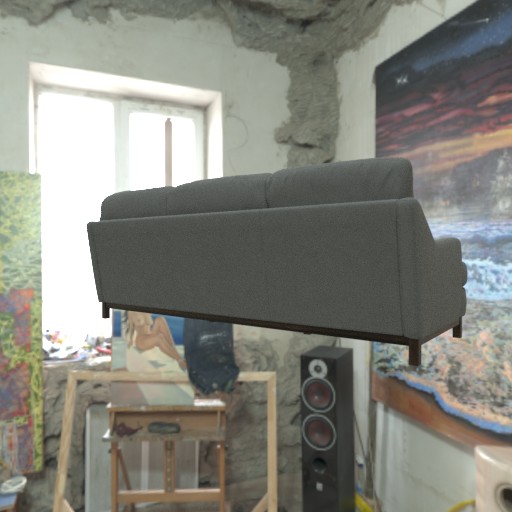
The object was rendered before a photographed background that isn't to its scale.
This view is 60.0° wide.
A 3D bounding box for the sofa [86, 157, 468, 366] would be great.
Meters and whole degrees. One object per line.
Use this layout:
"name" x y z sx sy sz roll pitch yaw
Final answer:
"sofa" 0.000 0.000 2.863 2.344 0.926 0.987 0 1 37
